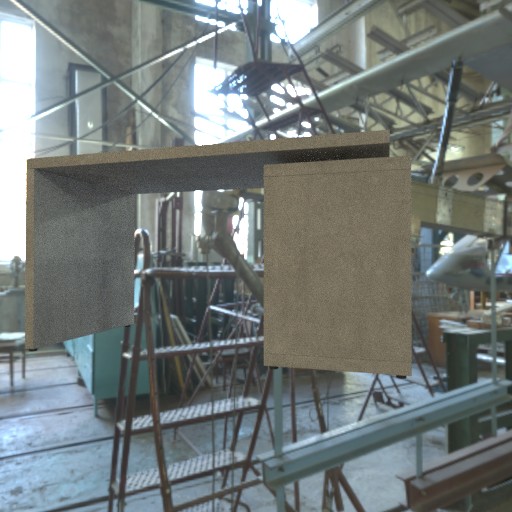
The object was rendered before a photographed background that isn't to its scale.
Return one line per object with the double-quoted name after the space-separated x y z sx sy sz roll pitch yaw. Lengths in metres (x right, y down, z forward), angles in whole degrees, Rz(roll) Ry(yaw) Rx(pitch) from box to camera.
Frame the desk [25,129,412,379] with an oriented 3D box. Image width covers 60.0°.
0.000 0.000 2.219 1.400 0.740 1.500 0 0 17 "desk"
